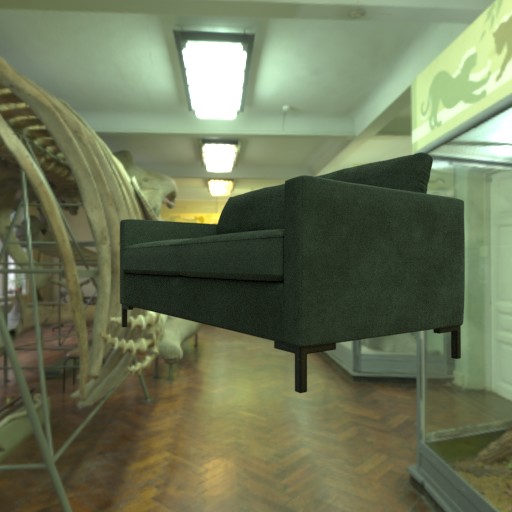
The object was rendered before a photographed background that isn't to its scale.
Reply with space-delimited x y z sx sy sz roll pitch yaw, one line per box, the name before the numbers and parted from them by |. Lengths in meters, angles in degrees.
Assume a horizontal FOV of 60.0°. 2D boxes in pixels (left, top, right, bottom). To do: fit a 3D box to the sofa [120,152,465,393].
sofa | 0.000 0.000 2.166 0.875 0.817 1.676 1 -1 -35
